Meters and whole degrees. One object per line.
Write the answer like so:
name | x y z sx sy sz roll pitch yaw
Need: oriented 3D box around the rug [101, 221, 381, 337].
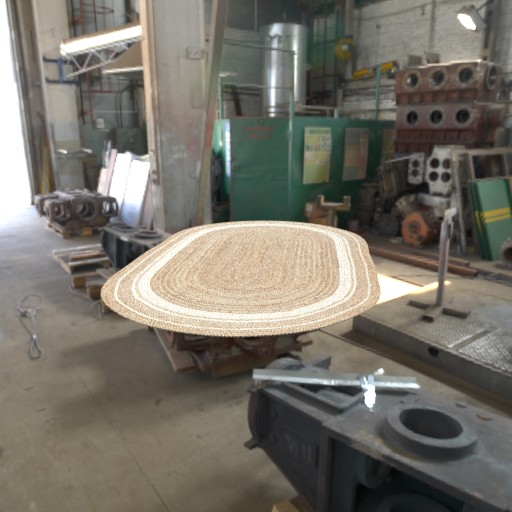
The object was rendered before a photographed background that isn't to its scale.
rug | 0.000 0.000 2.949 1.520 0.006 2.432 2 16 9
